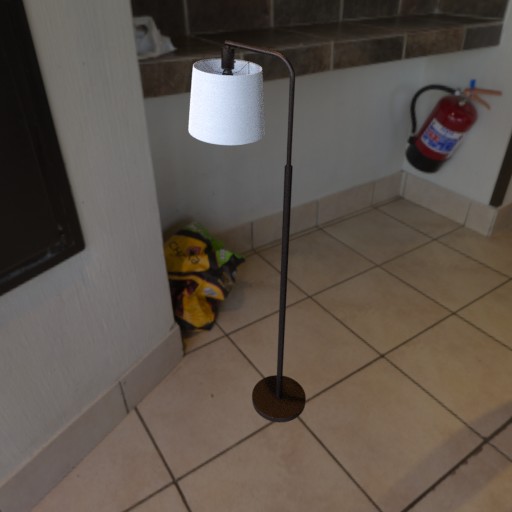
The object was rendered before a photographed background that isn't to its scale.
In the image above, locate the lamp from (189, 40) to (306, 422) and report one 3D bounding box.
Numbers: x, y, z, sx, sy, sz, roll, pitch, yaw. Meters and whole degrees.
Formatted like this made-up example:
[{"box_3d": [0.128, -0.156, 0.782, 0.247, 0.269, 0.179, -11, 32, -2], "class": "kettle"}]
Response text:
[{"box_3d": [0.000, 0.000, 1.694, 0.508, 1.478, 0.254, 23, 40, 30], "class": "lamp"}]
